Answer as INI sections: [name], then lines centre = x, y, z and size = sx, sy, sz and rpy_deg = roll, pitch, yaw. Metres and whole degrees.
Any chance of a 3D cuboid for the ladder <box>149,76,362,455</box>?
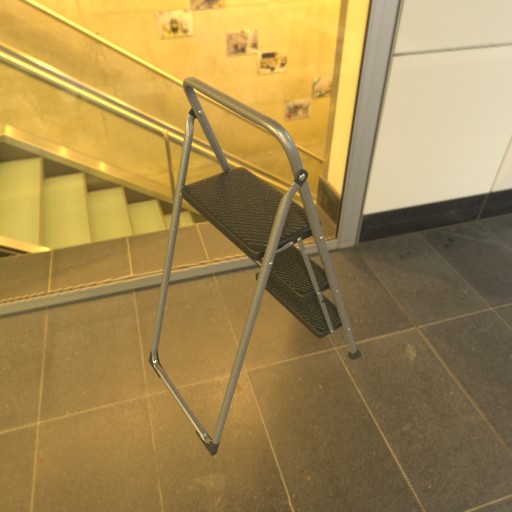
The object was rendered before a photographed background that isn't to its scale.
[ladder]
centre = 0.000, 0.000, 1.260
size = 0.629, 0.945, 0.430
rpy_deg = -25, 46, -27
